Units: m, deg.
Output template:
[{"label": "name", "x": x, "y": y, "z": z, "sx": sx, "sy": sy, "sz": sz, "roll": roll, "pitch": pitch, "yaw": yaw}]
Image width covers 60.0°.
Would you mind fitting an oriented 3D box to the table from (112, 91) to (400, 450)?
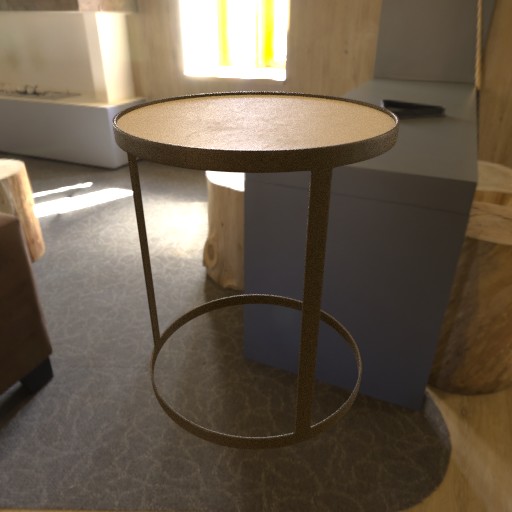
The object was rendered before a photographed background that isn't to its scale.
[{"label": "table", "x": 0.000, "y": 0.000, "z": 0.904, "sx": 0.480, "sy": 0.565, "sz": 0.480, "roll": 0, "pitch": 29, "yaw": 0}]
